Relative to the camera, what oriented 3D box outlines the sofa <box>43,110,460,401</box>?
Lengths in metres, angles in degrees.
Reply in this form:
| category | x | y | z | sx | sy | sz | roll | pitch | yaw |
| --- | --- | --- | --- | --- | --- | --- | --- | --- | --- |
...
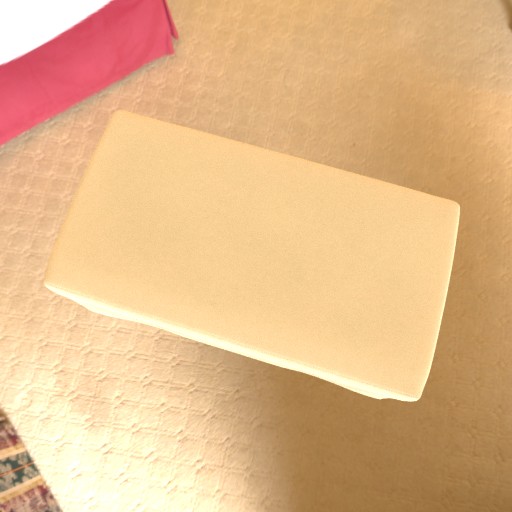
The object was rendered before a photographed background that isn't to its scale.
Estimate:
| category | x | y | z | sx | sy | sz | roll | pitch | yaw |
| --- | --- | --- | --- | --- | --- | --- | --- | --- | --- |
| sofa | 0.000 | 0.000 | 2.128 | 1.677 | 0.552 | 0.939 | 16 | 76 | 4 |
